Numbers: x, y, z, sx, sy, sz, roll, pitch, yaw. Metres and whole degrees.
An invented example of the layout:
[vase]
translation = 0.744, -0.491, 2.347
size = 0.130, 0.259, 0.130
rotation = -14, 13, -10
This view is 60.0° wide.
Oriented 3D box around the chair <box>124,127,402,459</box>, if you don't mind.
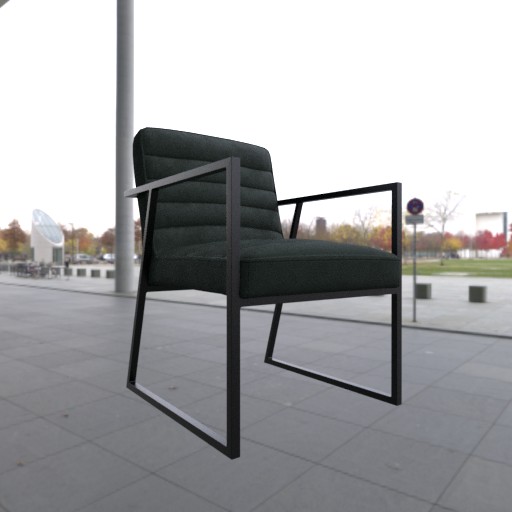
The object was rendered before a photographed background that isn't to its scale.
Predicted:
[chair]
translation = 0.000, 0.000, 1.321
size = 0.571, 0.833, 0.677
rotation = 0, 0, -36
